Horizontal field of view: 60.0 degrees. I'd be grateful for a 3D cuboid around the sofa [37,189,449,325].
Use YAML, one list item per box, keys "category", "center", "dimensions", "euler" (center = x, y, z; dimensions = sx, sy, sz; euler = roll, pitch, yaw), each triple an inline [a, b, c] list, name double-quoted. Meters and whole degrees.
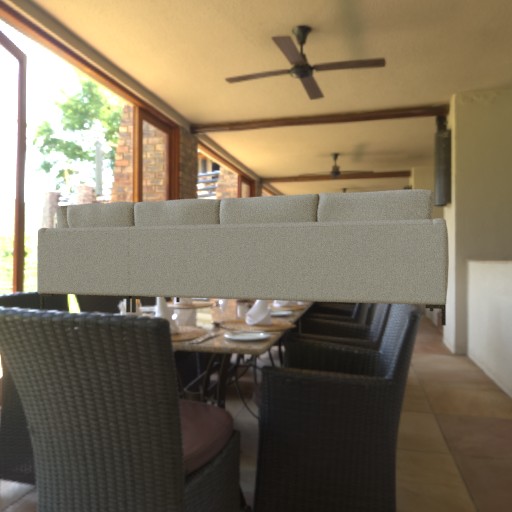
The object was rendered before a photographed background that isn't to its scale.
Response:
- category: "sofa"
  center: [0.000, 0.000, 3.907]
  dimensions: [2.949, 0.815, 2.007]
  euler: [0, 0, 17]
